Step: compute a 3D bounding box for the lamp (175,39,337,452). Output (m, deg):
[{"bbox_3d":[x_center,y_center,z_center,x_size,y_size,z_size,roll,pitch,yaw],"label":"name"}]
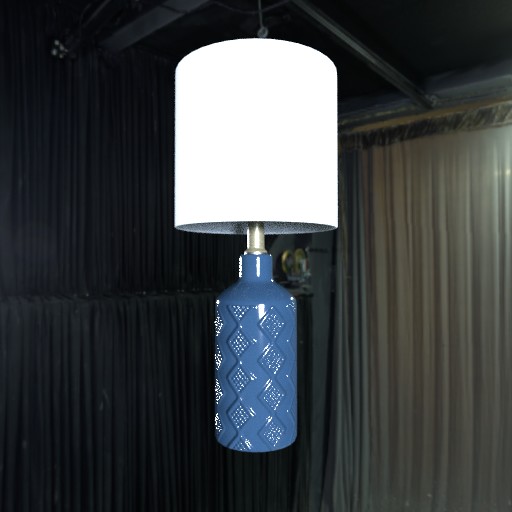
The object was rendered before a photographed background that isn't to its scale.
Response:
[{"bbox_3d":[0.000,0.000,0.572,0.207,0.461,0.207,-1,-1,36],"label":"lamp"}]
